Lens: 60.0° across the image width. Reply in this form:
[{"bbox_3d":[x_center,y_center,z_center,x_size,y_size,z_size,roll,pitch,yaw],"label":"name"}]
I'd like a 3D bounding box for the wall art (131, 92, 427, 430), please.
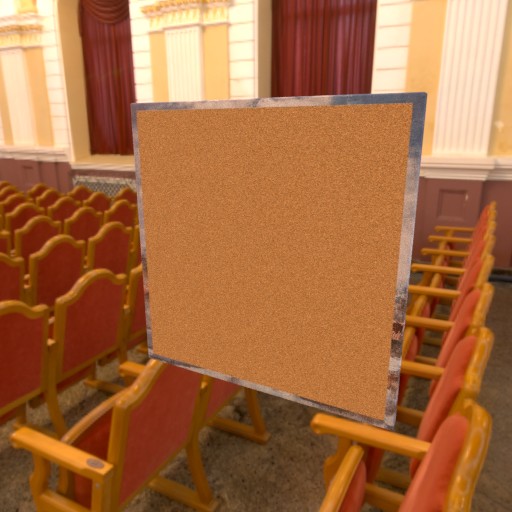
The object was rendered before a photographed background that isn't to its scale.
[{"bbox_3d":[0.000,0.000,1.523,1.010,1.020,0.040,8,18,27],"label":"wall art"}]
